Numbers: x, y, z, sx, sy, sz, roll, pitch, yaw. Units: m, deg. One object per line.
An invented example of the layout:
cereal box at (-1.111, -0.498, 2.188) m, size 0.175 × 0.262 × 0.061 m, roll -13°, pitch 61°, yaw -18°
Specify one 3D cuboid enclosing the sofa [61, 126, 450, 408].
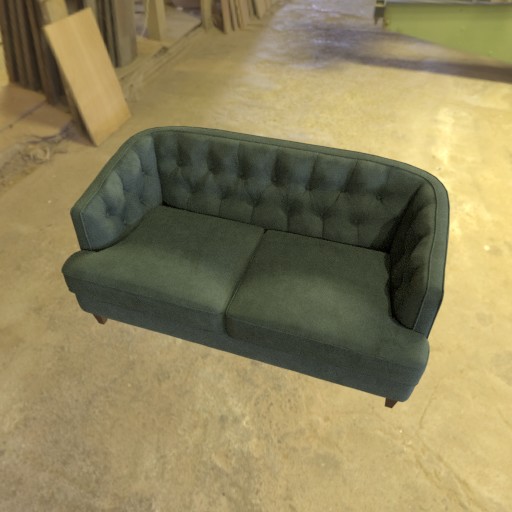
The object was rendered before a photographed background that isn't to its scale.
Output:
sofa at (0.000, 0.000, 2.271) m, size 1.733 × 0.855 × 0.941 m, roll 13°, pitch 44°, yaw 14°
